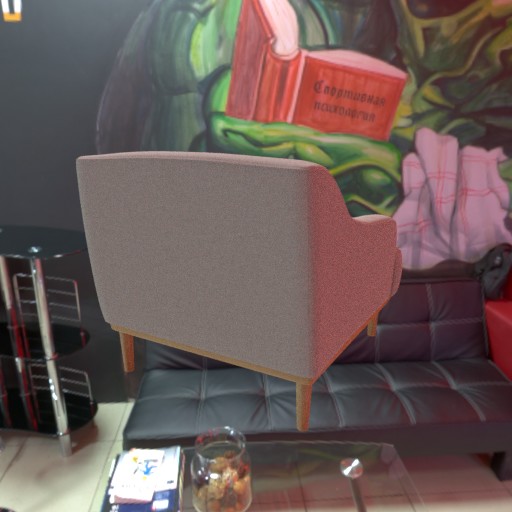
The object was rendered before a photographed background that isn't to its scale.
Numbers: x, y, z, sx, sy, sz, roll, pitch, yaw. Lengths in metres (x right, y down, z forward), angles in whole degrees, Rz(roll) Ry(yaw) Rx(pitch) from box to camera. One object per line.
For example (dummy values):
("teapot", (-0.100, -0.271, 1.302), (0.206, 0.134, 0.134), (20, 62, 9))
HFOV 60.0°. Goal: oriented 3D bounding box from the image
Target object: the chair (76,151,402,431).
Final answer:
("chair", (0.000, 0.000, 1.705), (0.946, 0.818, 0.951), (9, 18, 27))
